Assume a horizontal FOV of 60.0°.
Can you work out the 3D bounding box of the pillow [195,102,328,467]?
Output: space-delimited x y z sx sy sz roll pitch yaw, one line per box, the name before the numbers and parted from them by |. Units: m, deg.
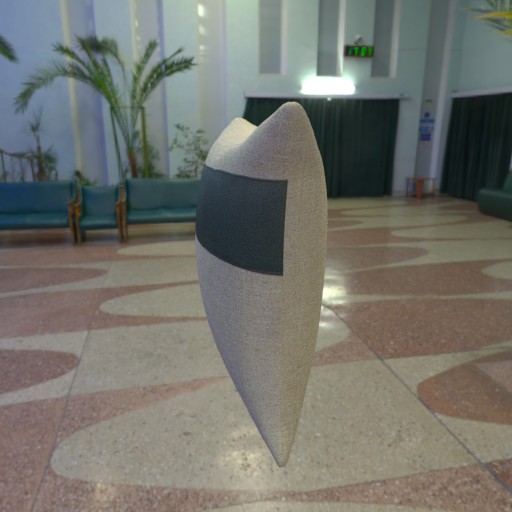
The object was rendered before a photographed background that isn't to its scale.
pillow | 0.000 0.000 0.645 0.173 0.399 0.414 -2 16 -9
